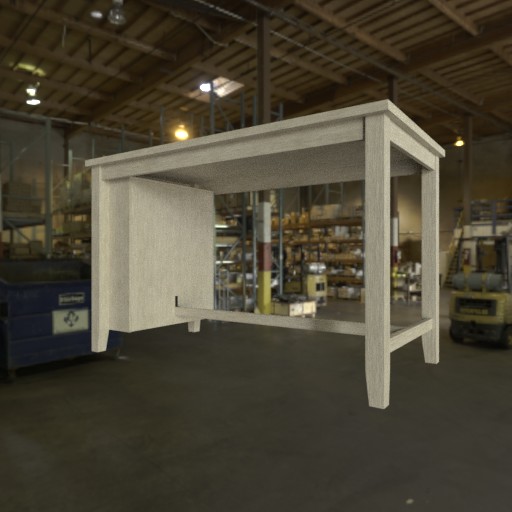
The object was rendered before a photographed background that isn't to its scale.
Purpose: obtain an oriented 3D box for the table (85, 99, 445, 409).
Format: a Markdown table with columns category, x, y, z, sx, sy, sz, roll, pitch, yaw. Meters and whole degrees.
| category | x | y | z | sx | sy | sz | roll | pitch | yaw |
| --- | --- | --- | --- | --- | --- | --- | --- | --- | --- |
| table | 0.000 | 0.000 | 1.931 | 1.397 | 0.874 | 0.729 | 0 | 0 | 35 |
